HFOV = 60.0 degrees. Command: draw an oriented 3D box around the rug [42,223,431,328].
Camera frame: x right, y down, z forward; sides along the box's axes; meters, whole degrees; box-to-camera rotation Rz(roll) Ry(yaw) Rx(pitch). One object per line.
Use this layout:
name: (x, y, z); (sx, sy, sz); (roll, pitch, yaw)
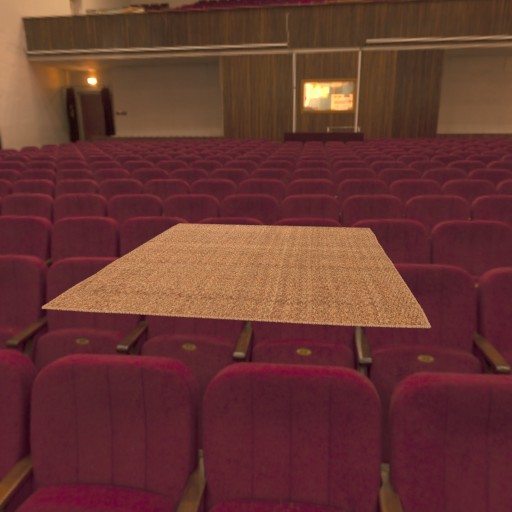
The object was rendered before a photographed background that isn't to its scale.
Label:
rug: (0.000, 0.000, 4.117); (2.439, 0.013, 3.048); (2, 15, 7)
